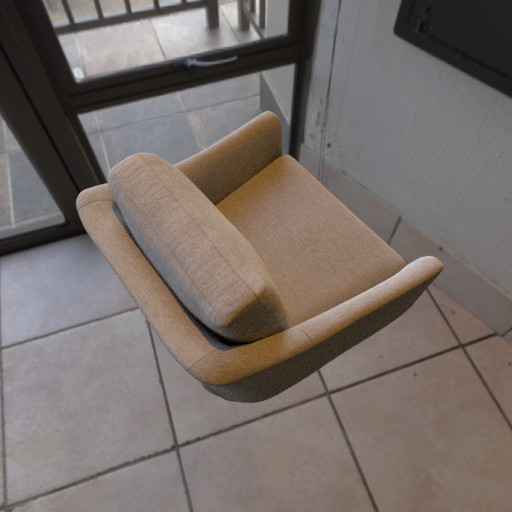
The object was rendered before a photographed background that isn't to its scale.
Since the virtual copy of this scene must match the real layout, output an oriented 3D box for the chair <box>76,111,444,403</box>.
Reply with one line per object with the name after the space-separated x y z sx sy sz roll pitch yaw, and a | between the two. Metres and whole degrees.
0.000 0.000 1.699 0.961 0.902 0.986 -33 64 -18 | chair
